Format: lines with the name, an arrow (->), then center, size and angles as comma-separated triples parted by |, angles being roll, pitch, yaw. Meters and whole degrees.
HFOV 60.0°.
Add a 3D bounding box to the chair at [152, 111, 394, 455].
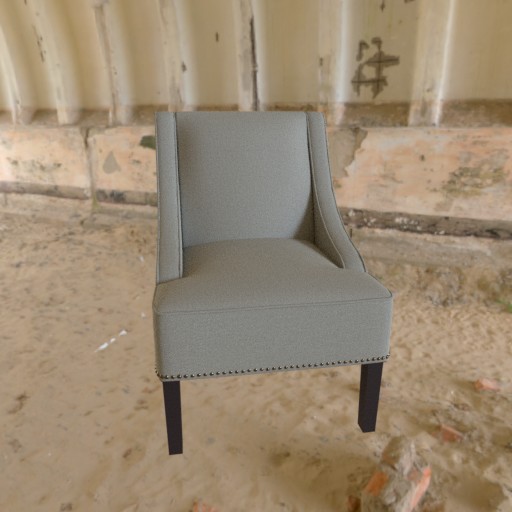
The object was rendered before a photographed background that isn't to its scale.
chair -> 0.000, 0.000, 1.386 | 0.610, 0.864, 0.737 | -3, 18, -9
